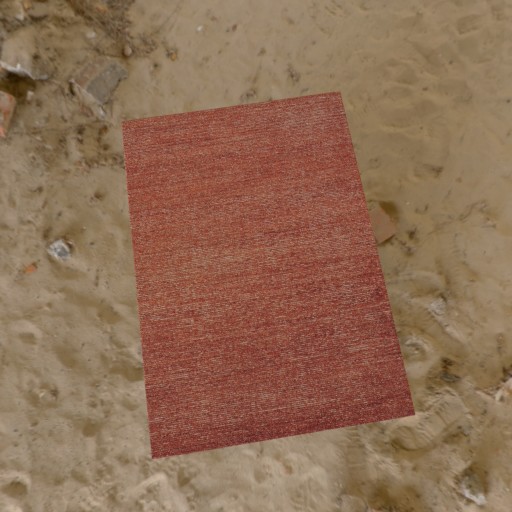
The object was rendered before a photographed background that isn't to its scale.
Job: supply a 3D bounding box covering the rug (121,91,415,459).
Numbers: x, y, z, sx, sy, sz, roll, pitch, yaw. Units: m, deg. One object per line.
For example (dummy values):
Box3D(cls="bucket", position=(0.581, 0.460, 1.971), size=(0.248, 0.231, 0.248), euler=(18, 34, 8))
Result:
Box3D(cls="rug", position=(0.000, 0.000, 5.125), size=(2.803, 0.025, 3.965), euler=(-9, 76, -2))
